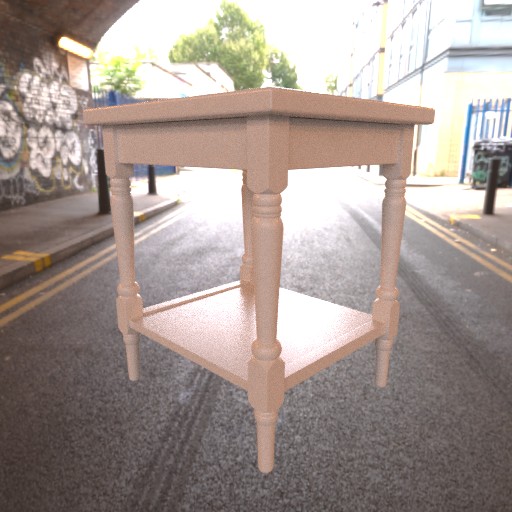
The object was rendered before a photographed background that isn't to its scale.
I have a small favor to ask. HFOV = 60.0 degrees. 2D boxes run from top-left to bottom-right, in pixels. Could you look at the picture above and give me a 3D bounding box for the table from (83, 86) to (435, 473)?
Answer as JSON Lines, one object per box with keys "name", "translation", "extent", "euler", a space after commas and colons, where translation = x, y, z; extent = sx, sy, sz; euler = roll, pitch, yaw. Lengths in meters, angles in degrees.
{"name": "table", "translation": [0.000, 0.000, 0.892], "extent": [0.488, 0.565, 0.442], "euler": [14, 19, 43]}
